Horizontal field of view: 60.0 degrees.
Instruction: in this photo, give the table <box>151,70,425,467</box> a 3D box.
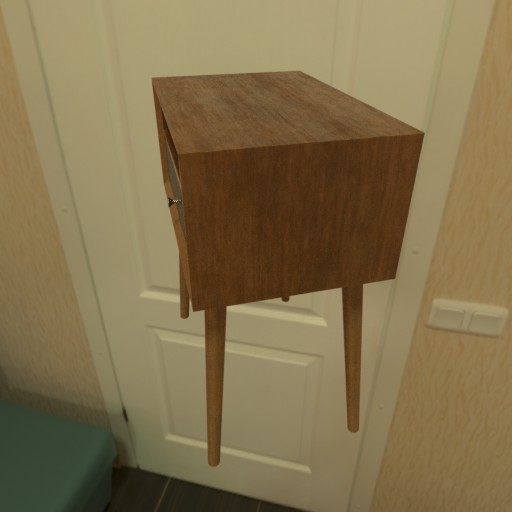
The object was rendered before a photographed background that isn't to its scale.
[{"bbox_3d":[0.000,0.000,0.849,0.307,0.580,0.454,-8,33,-13],"label":"table"}]
